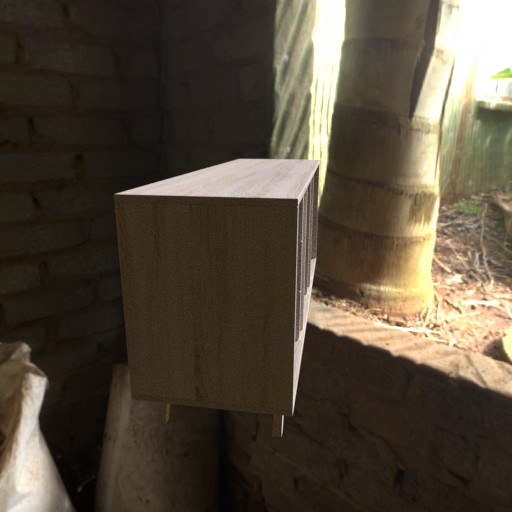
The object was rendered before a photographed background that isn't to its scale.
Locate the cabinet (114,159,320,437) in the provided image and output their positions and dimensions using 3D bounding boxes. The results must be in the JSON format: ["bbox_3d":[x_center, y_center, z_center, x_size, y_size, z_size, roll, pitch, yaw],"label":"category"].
[{"bbox_3d":[0.000,0.000,2.049,0.500,0.780,1.650,3,16,9],"label":"cabinet"}]
